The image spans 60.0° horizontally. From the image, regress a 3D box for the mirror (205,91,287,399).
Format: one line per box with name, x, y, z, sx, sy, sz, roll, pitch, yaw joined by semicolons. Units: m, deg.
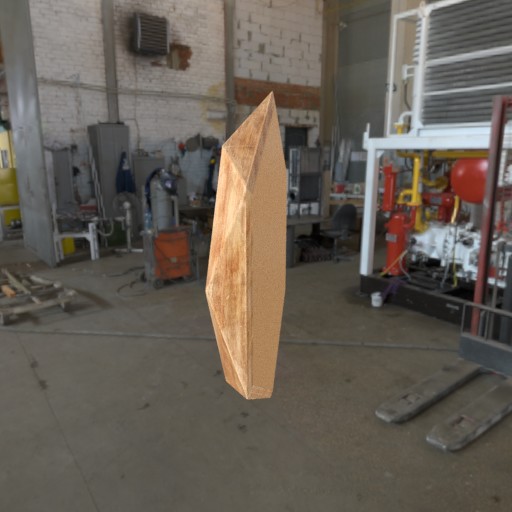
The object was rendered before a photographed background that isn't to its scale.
mirror;0.000;0.000;1.110;0.091;0.779;0.675;2;13;9
